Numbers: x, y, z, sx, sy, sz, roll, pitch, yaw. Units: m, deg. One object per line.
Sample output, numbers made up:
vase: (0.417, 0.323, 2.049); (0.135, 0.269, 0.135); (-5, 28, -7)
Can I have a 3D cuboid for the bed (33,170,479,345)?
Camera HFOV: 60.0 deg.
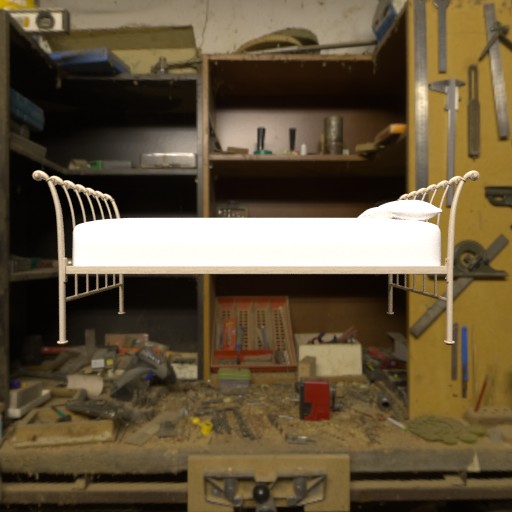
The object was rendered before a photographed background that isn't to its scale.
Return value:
bed: (0.000, 0.000, 2.711); (2.228, 0.873, 1.032); (0, 1, 0)
